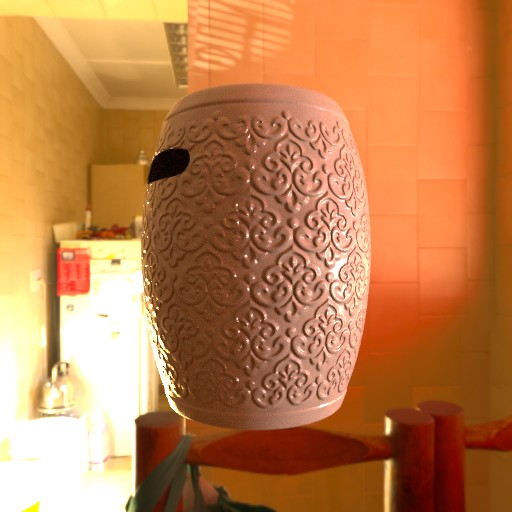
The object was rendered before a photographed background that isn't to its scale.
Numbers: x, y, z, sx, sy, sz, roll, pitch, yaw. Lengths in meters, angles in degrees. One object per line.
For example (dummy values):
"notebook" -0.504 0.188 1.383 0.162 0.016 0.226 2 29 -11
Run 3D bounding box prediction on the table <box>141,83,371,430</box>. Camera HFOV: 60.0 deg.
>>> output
"table" 0.000 0.000 0.616 0.309 0.397 0.309 0 0 0
